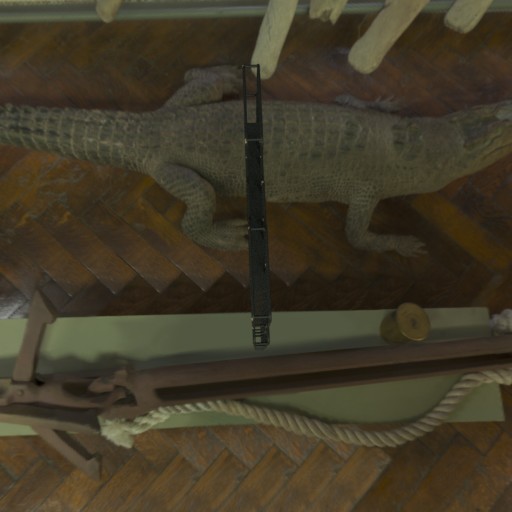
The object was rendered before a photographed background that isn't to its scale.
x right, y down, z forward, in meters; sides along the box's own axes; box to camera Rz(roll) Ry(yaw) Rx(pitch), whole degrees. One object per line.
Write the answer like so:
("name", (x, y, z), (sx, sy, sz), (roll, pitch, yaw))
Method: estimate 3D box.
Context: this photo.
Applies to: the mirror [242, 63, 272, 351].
("mirror", (0.000, 0.000, 1.377), (0.037, 1.192, 0.565), (-2, 77, 0))
